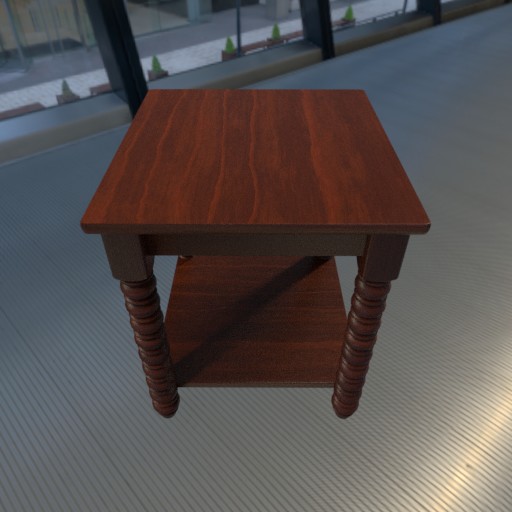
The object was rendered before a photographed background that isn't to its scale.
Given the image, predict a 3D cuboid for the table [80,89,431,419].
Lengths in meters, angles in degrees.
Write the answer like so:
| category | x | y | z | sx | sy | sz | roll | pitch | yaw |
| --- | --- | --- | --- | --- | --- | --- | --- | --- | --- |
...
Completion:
| category | x | y | z | sx | sy | sz | roll | pitch | yaw |
| --- | --- | --- | --- | --- | --- | --- | --- | --- | --- |
| table | 0.000 | 0.000 | 1.008 | 0.500 | 0.567 | 0.533 | 0 | 40 | 0 |
